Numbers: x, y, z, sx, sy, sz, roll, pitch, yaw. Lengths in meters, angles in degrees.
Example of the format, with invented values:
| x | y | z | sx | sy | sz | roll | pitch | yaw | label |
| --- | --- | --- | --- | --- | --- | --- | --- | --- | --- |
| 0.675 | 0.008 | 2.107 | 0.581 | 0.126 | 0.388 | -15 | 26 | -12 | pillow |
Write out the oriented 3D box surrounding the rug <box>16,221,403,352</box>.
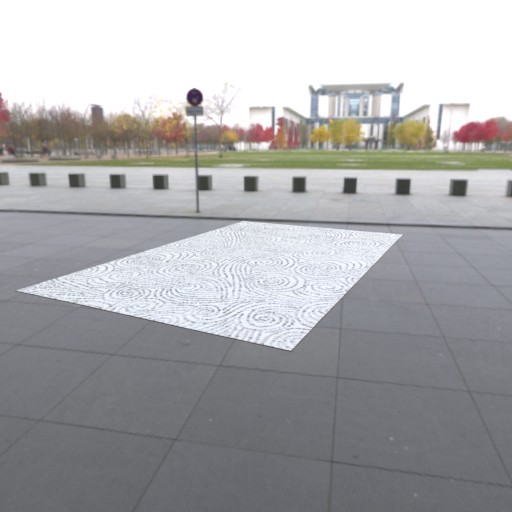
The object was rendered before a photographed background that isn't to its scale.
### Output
| x | y | z | sx | sy | sz | roll | pitch | yaw | label |
| --- | --- | --- | --- | --- | --- | --- | --- | --- | --- |
| 0.000 | 0.000 | 2.982 | 1.524 | 0.005 | 2.439 | 7 | 16 | 26 | rug |
